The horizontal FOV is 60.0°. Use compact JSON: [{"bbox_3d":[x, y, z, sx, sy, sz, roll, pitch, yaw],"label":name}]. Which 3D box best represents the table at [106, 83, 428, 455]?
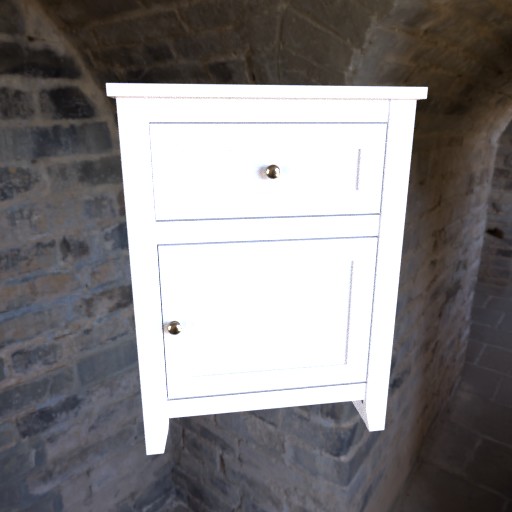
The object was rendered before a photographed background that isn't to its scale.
[{"bbox_3d":[0.000,0.000,0.920,0.480,0.635,0.381,-3,17,-8],"label":"table"}]
